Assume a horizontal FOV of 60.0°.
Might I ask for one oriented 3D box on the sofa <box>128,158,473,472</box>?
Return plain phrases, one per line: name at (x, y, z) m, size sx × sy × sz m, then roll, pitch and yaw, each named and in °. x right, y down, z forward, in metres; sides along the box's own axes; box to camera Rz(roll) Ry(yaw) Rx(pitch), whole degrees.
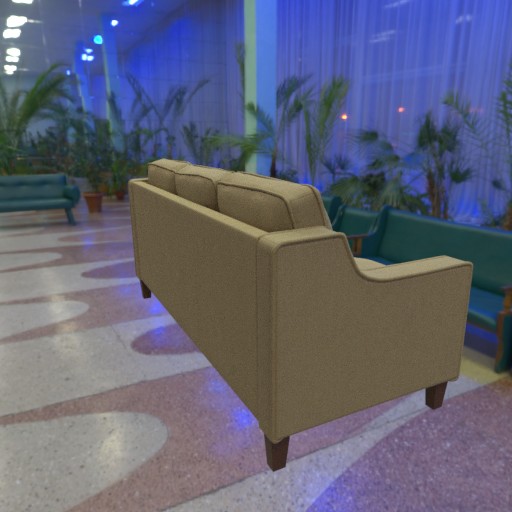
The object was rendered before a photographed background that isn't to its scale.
sofa at (0.000, 0.000, 2.403) m, size 0.911 × 0.974 × 1.986 m, roll -8°, pitch 18°, yaw -26°
